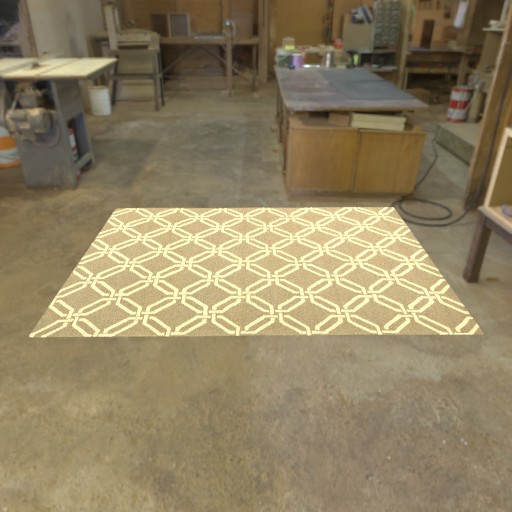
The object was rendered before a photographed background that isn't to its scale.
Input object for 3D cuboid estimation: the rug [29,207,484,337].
[{"bbox_3d":[0.000,0.000,4.384,3.419,0.020,2.441,0,29,-1],"label":"rug"}]
